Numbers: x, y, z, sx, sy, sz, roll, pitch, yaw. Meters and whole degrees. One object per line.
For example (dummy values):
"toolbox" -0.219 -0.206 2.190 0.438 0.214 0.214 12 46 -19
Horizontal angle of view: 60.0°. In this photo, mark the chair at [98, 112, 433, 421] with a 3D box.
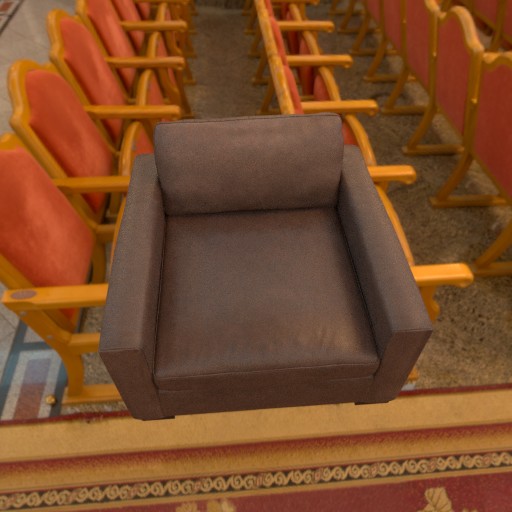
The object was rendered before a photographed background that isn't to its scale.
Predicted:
"chair" 0.000 0.000 1.834 1.100 0.812 1.069 -3 47 -3
